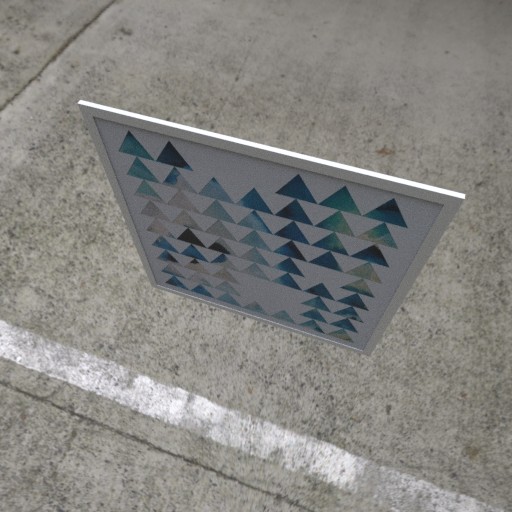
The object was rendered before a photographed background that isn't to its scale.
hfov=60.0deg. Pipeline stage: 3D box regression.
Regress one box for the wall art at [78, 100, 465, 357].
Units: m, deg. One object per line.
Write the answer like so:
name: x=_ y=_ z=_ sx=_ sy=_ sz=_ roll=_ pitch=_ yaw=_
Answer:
wall art: x=0.000 y=0.000 z=0.688 sx=0.456 sy=0.456 sz=0.007 roll=16 pitch=58 yaw=10
